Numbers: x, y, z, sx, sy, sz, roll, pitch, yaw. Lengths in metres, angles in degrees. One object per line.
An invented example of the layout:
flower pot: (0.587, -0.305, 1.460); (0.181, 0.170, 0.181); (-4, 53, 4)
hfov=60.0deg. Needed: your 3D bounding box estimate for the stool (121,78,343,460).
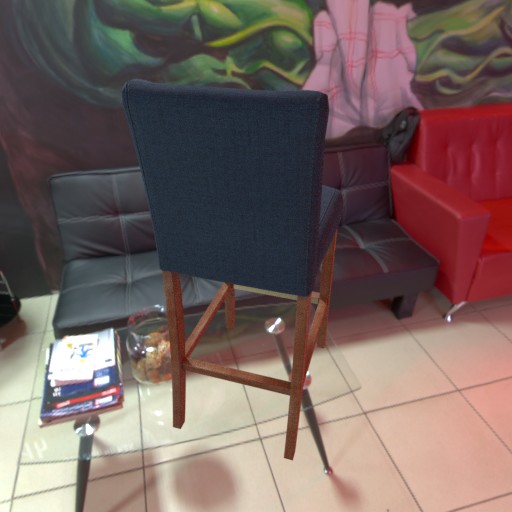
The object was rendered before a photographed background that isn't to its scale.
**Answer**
stool: (0.000, 0.000, 1.362); (0.454, 1.088, 0.574); (9, 33, 15)
